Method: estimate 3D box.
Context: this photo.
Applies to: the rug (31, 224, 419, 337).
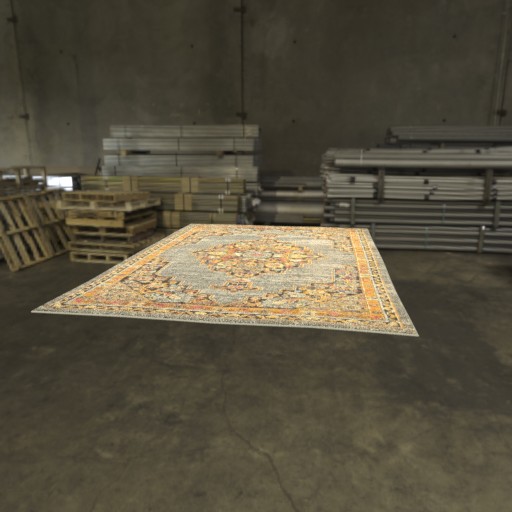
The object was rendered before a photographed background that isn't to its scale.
[{"bbox_3d":[0.000,0.000,3.866,2.158,0.024,3.063,2,14,9],"label":"rug"}]
